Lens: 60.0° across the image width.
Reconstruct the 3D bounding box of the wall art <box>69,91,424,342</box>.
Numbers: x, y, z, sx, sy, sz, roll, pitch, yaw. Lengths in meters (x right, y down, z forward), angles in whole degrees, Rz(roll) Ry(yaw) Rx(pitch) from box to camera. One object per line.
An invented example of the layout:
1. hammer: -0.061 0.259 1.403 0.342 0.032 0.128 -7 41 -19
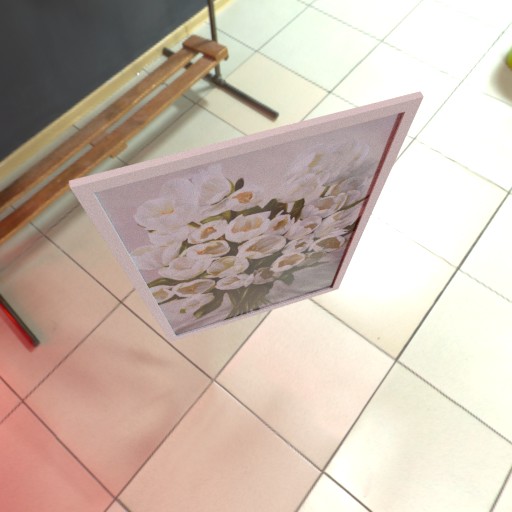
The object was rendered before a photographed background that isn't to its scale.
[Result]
1. wall art: 0.000 0.000 1.223 0.660 0.965 0.015 -16 65 -8
